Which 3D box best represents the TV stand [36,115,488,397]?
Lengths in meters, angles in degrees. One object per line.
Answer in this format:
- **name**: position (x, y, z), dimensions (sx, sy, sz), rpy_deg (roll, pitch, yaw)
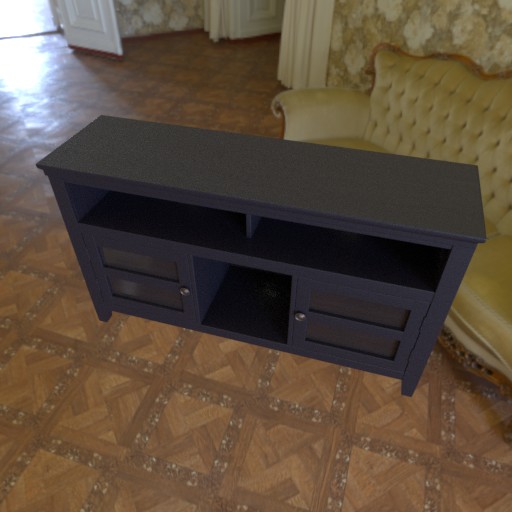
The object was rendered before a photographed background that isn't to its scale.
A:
- **TV stand**: position (0.000, 0.000, 1.469), dimensions (1.198, 0.681, 0.347), rpy_deg (11, 42, 12)
